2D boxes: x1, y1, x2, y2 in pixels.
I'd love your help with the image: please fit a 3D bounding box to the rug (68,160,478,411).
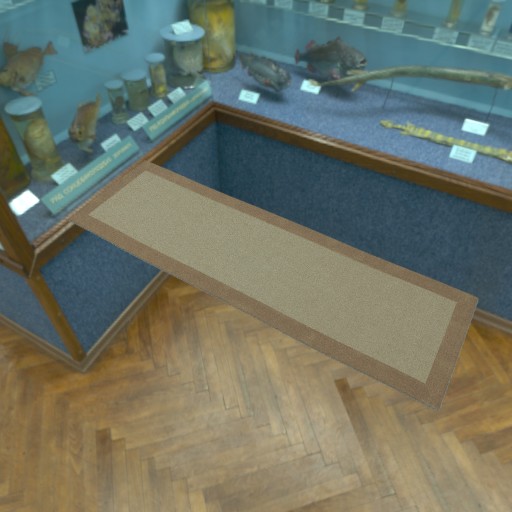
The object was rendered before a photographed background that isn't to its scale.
[{"bbox_3d":[0.000,0.000,2.665,2.430,0.012,0.767,25,52,21],"label":"rug"}]
